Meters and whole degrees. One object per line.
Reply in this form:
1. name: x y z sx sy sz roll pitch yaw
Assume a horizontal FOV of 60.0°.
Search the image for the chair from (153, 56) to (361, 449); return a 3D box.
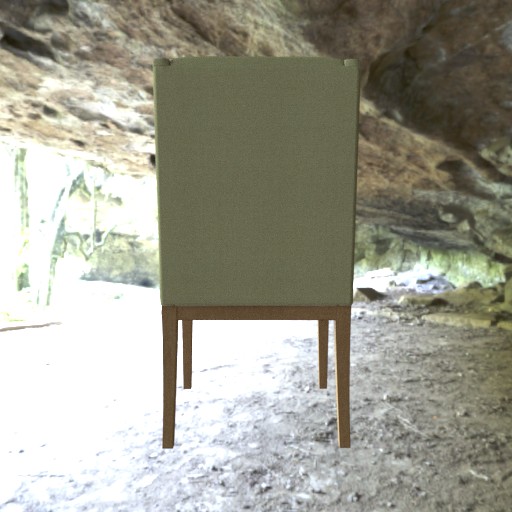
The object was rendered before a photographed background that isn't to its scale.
1. chair: 0.000 0.000 1.413 0.575 1.021 0.611 0 1 -1
